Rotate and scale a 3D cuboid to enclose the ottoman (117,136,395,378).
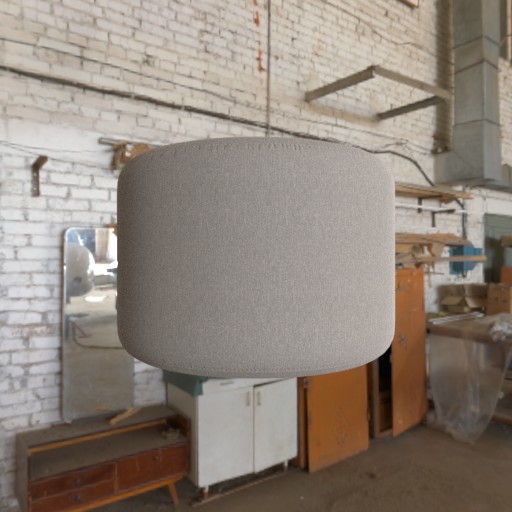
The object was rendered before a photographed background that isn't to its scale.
[{"bbox_3d":[0.000,0.000,1.015,0.608,0.433,0.608,0,0,0],"label":"ottoman"}]
